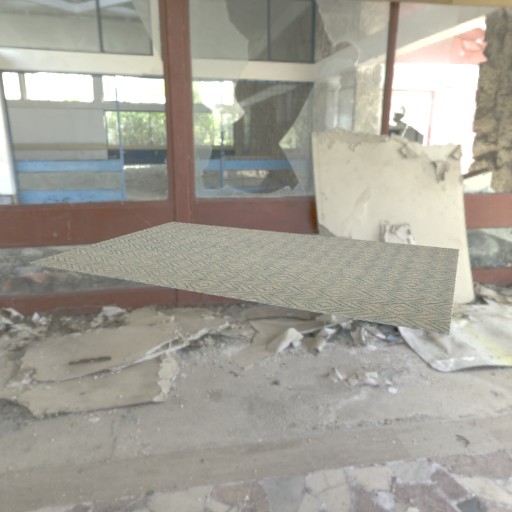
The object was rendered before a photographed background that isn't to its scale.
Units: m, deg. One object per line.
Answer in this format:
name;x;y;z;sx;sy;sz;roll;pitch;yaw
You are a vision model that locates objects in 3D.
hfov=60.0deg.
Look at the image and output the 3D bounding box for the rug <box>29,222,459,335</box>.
rug;0.000;0.000;2.950;2.441;0.008;1.526;7;17;24
